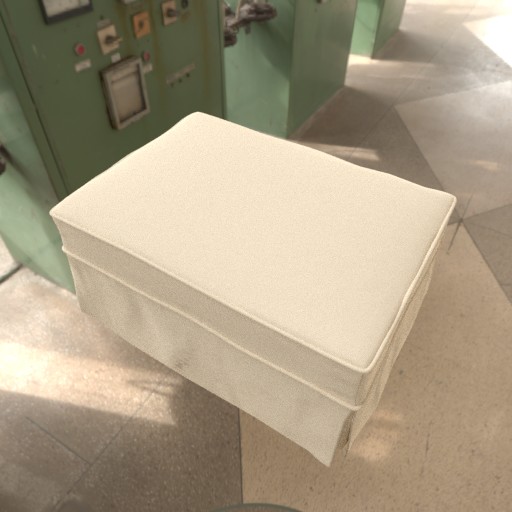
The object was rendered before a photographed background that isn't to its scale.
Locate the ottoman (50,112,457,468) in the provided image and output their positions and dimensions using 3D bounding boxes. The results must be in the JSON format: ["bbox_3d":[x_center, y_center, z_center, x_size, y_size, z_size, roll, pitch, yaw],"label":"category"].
[{"bbox_3d":[0.000,0.000,1.308,0.944,0.479,0.703,24,50,22],"label":"ottoman"}]
